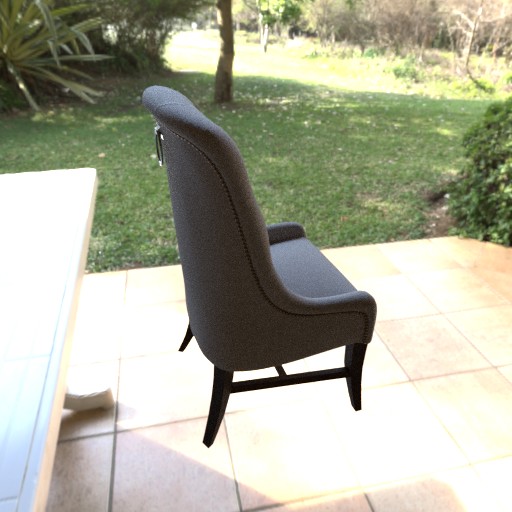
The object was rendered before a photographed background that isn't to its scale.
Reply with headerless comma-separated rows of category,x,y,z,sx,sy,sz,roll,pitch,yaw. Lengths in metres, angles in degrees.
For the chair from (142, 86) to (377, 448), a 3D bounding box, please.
chair,0.000,0.000,1.504,0.629,1.091,0.634,-9,30,-16
